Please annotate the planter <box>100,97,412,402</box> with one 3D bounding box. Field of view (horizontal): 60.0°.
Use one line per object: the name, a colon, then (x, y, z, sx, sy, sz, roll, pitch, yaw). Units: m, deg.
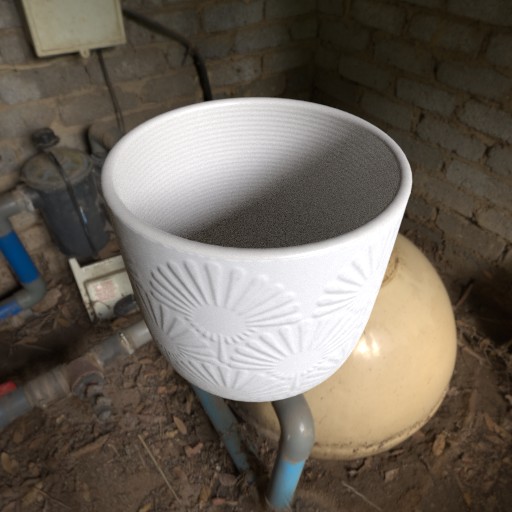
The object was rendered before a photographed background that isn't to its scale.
planter: (0.000, 0.000, 0.217, 0.124, 0.109, 0.124, 0, 42, 0)
